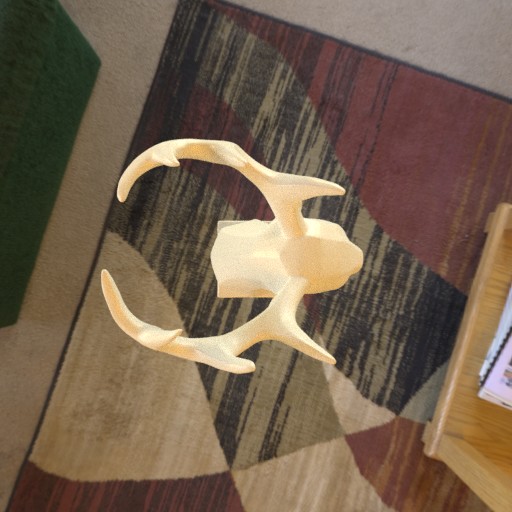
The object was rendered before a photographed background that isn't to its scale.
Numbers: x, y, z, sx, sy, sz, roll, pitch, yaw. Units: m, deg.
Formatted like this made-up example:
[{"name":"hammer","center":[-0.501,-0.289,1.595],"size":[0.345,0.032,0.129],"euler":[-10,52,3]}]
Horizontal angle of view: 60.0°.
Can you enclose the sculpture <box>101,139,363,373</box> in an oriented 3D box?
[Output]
[{"name":"sculpture","center":[0.000,0.000,0.459],"size":[0.224,0.329,0.174],"euler":[0,89,-1]}]
